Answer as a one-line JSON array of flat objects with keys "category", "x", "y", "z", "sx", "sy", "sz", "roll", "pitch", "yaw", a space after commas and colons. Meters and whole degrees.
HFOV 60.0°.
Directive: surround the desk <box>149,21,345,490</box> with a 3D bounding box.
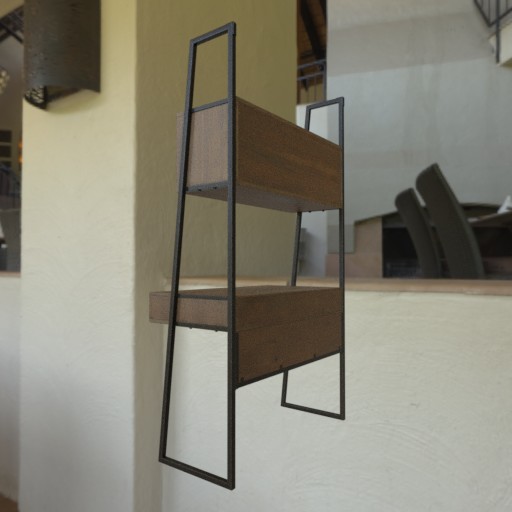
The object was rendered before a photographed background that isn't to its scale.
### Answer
[{"category": "desk", "x": 0.000, "y": 0.000, "z": 2.247, "sx": 0.515, "sy": 1.809, "sz": 0.982, "roll": -1, "pitch": -2, "yaw": 37}]
